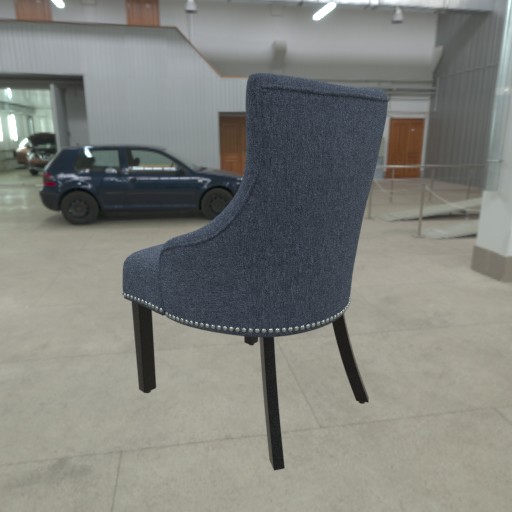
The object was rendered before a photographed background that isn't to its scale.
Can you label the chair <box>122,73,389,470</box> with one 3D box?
[{"bbox_3d":[0.000,0.000,1.290,0.629,0.909,0.566,14,21,43],"label":"chair"}]
